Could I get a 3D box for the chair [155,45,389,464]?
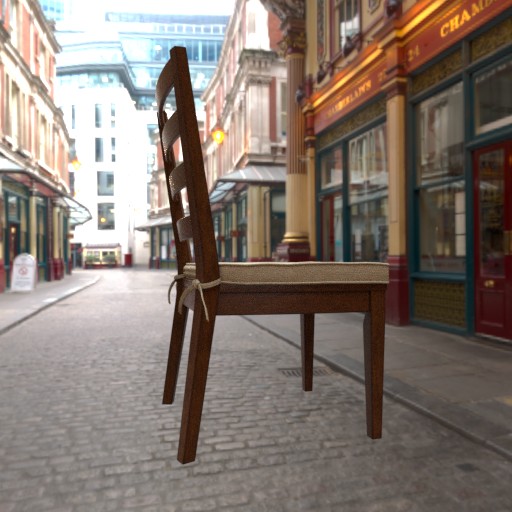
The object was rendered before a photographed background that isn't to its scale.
[{"bbox_3d":[0.000,0.000,1.341,0.595,0.979,0.593,0,-1,-17],"label":"chair"}]
